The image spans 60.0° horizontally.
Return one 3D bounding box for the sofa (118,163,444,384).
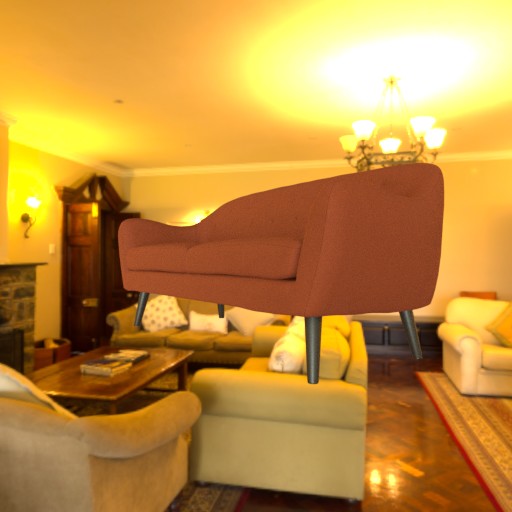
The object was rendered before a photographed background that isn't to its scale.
[{"bbox_3d":[0.000,0.000,2.253,0.820,0.836,1.840,0,0,-37],"label":"sofa"}]
